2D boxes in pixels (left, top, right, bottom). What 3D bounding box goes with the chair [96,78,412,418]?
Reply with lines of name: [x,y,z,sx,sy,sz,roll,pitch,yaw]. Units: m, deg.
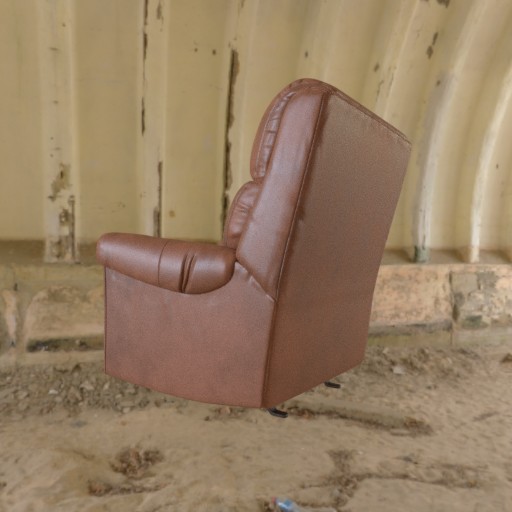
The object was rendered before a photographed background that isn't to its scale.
chair: [0.000,0.000,1.756,1.014,1.054,0.838,0,0,36]
